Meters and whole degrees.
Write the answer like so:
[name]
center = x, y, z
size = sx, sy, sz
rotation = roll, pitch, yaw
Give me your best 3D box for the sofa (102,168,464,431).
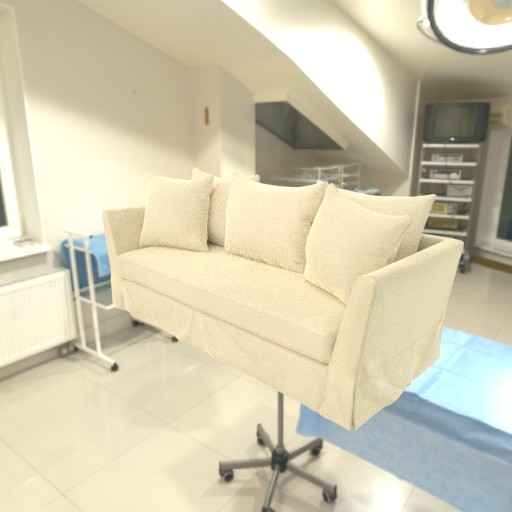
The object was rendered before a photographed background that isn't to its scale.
[sofa]
center = 0.000, 0.000, 2.944
size = 2.290, 1.034, 1.031
rotation = 15, 22, 42
